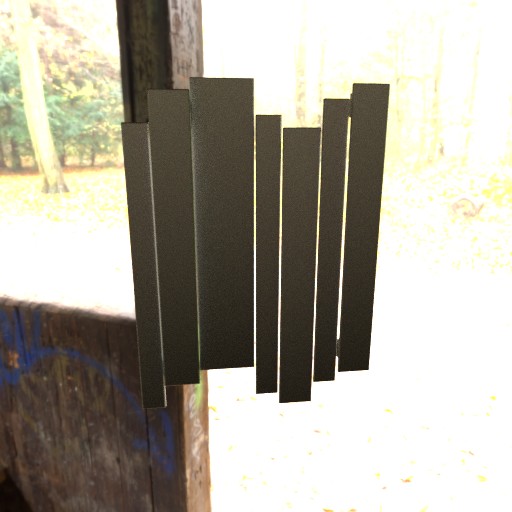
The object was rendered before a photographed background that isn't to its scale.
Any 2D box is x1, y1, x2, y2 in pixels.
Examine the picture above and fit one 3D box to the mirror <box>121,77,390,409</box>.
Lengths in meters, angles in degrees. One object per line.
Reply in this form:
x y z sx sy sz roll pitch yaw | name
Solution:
0.000 0.000 0.815 0.445 0.611 0.058 -2 15 -7 | mirror
